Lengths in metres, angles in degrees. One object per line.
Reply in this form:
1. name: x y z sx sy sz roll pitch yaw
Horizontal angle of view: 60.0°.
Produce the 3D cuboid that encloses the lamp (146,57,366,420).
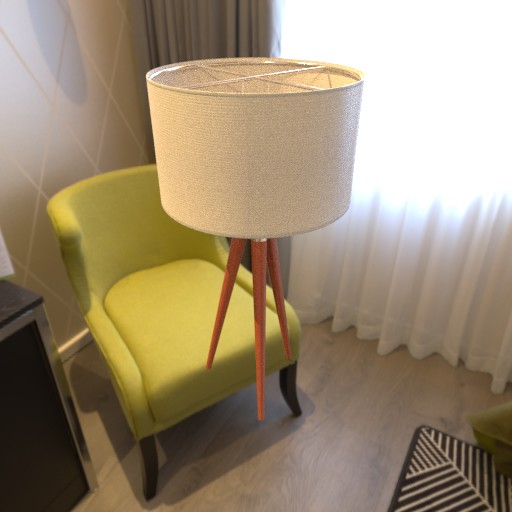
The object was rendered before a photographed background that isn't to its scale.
1. lamp: 0.000 0.000 0.913 0.355 0.709 0.354 0 31 0
